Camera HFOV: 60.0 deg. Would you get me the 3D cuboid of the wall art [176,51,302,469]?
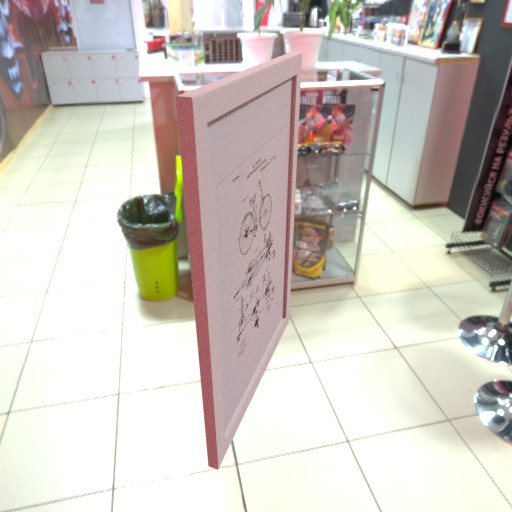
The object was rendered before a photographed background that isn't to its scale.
[{"bbox_3d":[0.000,0.000,0.606,0.015,0.477,0.332,11,32,17],"label":"wall art"}]
